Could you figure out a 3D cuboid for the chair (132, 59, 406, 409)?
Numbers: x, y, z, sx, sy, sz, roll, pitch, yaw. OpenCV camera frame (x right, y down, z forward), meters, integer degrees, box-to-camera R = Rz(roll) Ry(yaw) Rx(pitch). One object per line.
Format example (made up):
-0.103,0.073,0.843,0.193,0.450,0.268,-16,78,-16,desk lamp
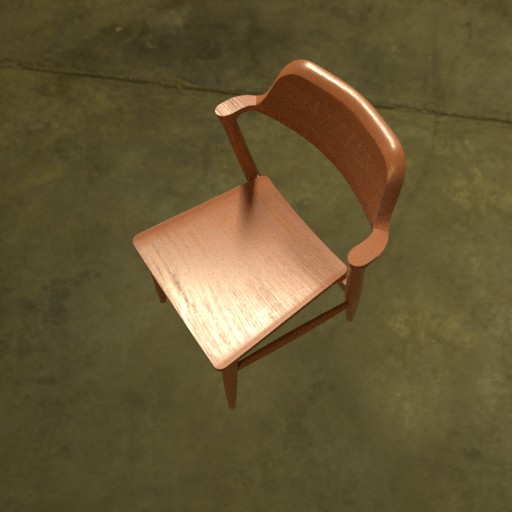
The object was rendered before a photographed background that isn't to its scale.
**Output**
0.000,0.000,1.141,0.499,0.801,0.496,-32,67,-15,chair
